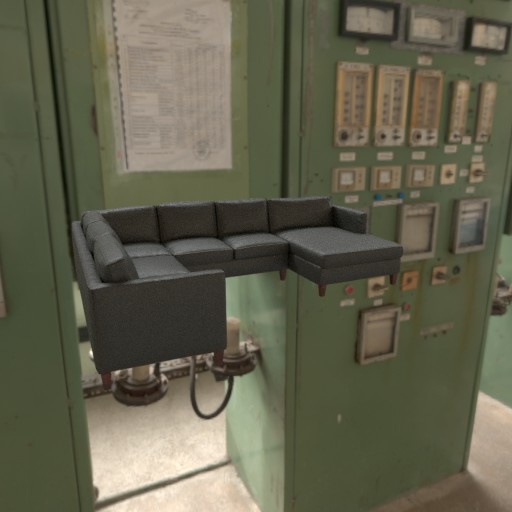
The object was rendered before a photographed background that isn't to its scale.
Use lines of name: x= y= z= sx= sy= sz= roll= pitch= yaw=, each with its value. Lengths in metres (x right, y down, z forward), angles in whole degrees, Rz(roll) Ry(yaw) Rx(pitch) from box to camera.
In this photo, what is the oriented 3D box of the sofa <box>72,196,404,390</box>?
sofa: x=0.000 y=0.000 z=4.637 sx=3.460 sy=0.923 sz=2.593 roll=-7 pitch=16 yaw=-23
